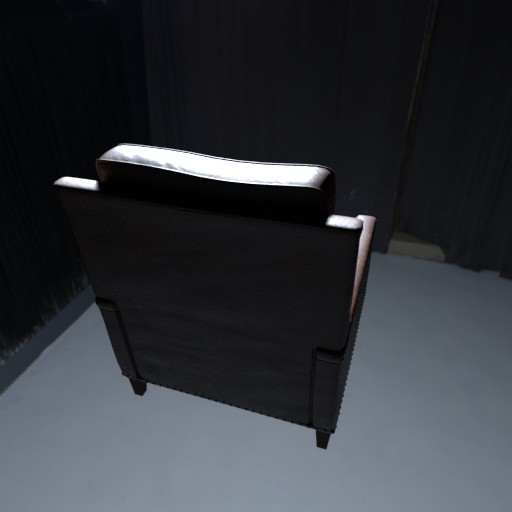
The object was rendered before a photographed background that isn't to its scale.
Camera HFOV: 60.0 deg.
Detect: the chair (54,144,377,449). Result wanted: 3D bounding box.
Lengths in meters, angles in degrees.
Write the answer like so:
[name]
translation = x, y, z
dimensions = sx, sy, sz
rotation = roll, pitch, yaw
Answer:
[chair]
translation = 0.000, 0.000, 1.756
dimensions = 0.854, 1.054, 1.035
rotation = 10, 33, 16
